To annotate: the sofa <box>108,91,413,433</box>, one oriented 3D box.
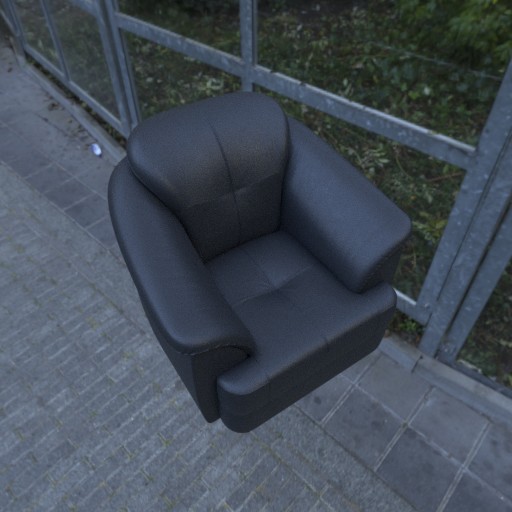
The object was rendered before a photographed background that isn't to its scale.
[{"bbox_3d":[0.000,0.000,1.522,0.870,0.811,0.794,-25,50,-23],"label":"sofa"}]
